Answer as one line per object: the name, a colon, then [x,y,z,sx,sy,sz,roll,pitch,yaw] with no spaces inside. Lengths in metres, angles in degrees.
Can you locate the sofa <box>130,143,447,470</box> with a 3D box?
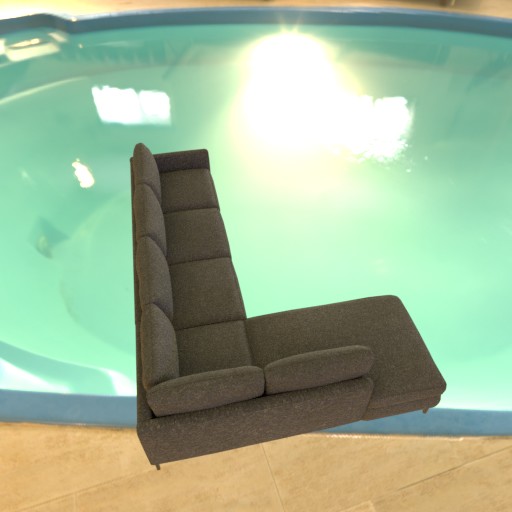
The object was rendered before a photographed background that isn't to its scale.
sofa: [0.000,0.000,3.782,2.007,0.815,2.949,-9,46,-8]
